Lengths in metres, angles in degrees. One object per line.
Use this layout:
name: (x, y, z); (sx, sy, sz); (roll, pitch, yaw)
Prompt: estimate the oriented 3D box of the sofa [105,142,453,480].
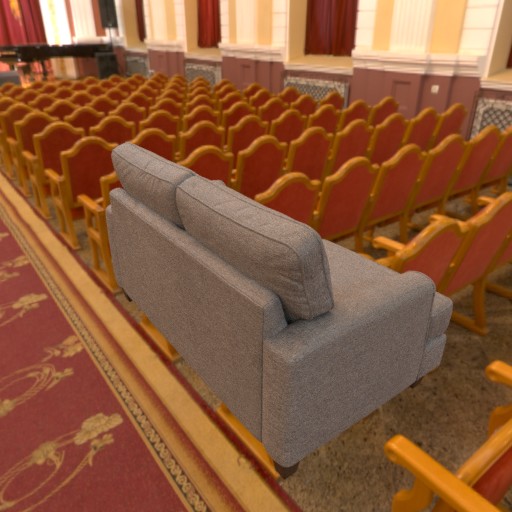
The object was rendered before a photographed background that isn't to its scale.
sofa: (0.000, 0.000, 2.201); (0.965, 0.965, 1.651); (-18, 32, -32)
